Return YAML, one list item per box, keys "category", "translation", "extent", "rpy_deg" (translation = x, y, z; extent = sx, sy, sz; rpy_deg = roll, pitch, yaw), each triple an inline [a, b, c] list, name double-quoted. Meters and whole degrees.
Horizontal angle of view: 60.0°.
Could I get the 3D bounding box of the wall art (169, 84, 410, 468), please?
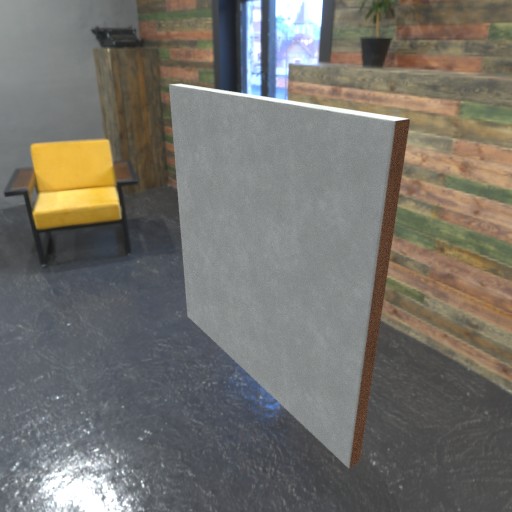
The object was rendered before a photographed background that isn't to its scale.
- category: "wall art"
  translation: [0.000, 0.000, 0.446]
  extent: [0.015, 0.303, 0.303]
  rpy_deg: [-18, 31, -32]
